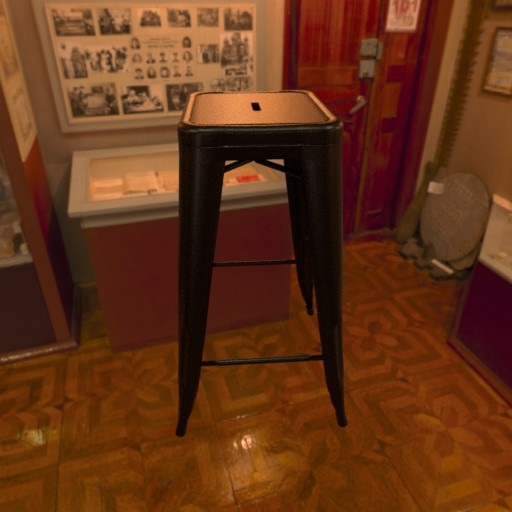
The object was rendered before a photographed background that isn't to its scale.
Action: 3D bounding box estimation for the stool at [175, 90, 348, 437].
[{"bbox_3d":[0.000,0.000,0.924,0.423,0.609,0.455,-8,31,-13],"label":"stool"}]
